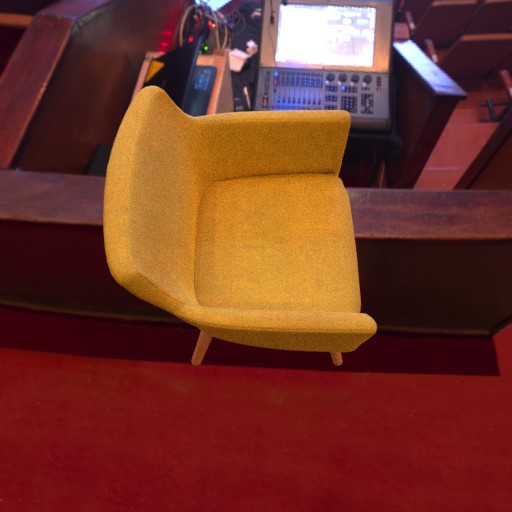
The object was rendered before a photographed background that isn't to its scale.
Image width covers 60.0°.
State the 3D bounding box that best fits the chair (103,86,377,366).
[{"bbox_3d":[0.000,0.000,1.185,0.570,0.780,0.570,0,64,0],"label":"chair"}]
